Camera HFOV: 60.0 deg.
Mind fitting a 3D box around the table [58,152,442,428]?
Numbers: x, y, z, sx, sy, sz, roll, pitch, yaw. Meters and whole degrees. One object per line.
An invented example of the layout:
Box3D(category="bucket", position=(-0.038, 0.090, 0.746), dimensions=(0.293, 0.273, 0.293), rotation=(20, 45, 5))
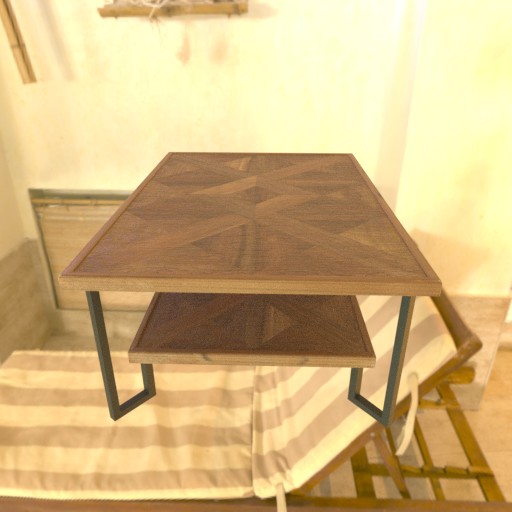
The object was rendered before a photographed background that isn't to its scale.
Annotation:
Box3D(category="table", position=(0.000, 0.000, 1.667), dimensions=(0.877, 0.492, 1.238), rotation=(1, 26, 2))
